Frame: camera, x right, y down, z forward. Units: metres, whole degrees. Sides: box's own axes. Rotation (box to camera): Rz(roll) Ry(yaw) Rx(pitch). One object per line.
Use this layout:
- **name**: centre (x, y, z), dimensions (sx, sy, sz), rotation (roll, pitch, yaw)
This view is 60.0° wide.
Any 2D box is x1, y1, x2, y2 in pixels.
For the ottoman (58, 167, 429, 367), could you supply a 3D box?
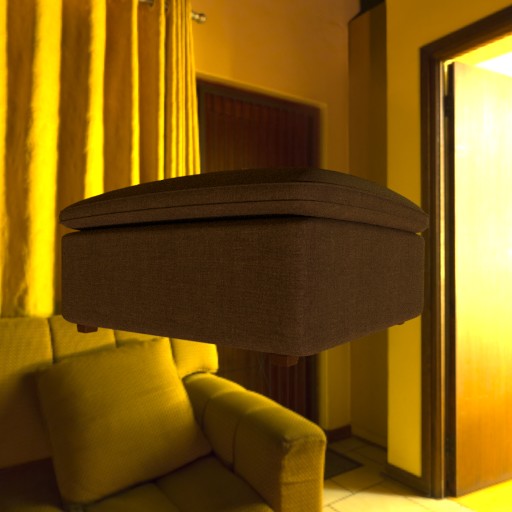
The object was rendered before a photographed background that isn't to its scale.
- **ottoman**: centre (0.000, 0.000, 1.730), dimensions (1.067, 0.559, 1.067), rotation (0, -1, 36)
